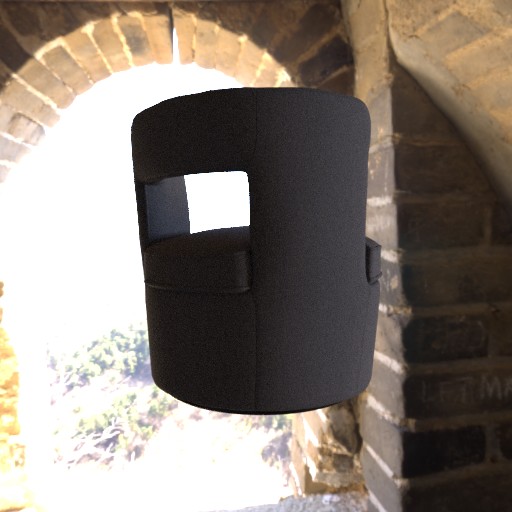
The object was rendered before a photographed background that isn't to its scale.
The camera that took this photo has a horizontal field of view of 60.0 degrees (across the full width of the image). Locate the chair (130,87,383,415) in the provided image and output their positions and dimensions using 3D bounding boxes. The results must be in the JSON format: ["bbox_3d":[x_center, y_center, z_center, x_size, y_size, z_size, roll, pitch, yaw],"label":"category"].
[{"bbox_3d":[0.000,0.000,1.242,0.689,0.719,0.660,1,2,37],"label":"chair"}]
